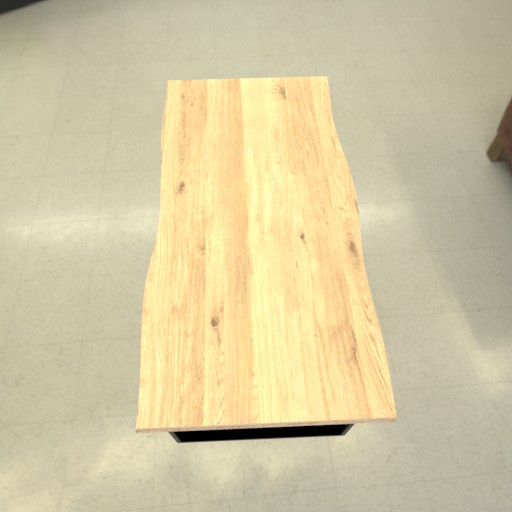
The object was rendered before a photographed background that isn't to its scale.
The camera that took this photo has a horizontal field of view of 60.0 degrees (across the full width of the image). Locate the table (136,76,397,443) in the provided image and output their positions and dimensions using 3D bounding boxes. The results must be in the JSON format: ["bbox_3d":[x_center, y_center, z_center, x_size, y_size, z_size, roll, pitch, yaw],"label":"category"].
[{"bbox_3d":[0.000,0.000,2.252,0.900,0.780,1.800,-2,58,-1],"label":"table"}]
